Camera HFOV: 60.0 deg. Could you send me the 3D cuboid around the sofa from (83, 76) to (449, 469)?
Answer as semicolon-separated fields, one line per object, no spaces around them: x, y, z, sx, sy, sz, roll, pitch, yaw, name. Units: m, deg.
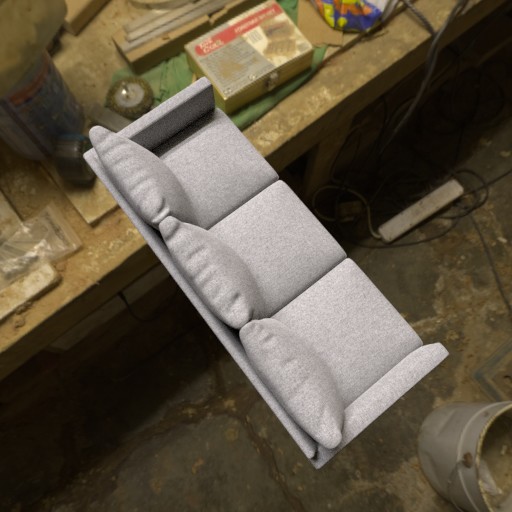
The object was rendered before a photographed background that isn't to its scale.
0.000;0.000;2.416;0.850;0.830;2.000;-37;77;-10;sofa
